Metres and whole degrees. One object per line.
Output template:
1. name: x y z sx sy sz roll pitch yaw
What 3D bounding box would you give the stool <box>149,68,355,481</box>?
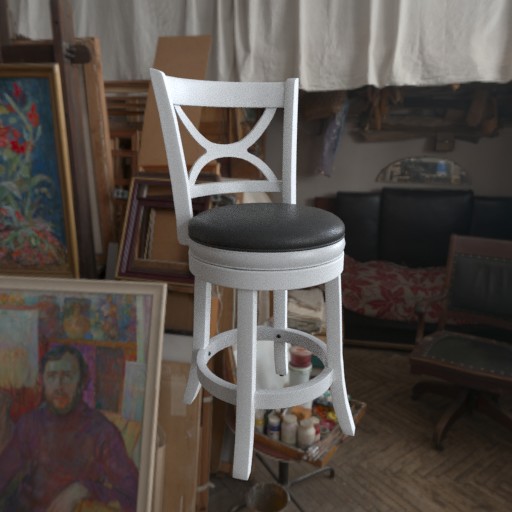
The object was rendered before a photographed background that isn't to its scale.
1. stool: 0.000 0.000 1.205 0.444 0.953 0.508 -9 18 -28
